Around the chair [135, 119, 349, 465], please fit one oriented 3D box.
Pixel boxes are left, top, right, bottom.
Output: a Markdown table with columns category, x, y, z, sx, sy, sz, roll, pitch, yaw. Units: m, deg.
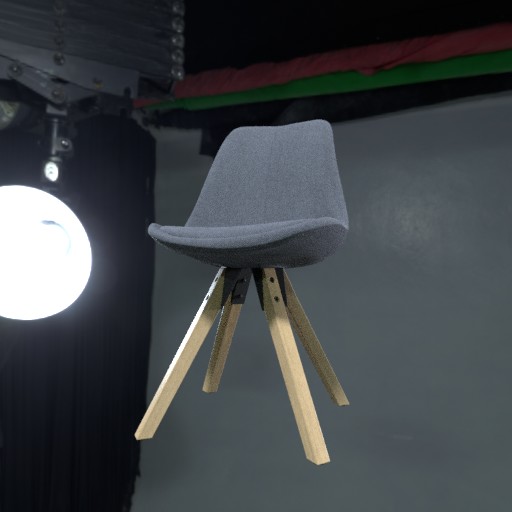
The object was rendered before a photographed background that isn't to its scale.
| category | x | y | z | sx | sy | sz | roll | pitch | yaw |
| --- | --- | --- | --- | --- | --- | --- | --- | --- | --- |
| chair | 0.000 | 0.000 | 1.178 | 0.485 | 0.850 | 0.550 | 0 | -1 | 18 |
